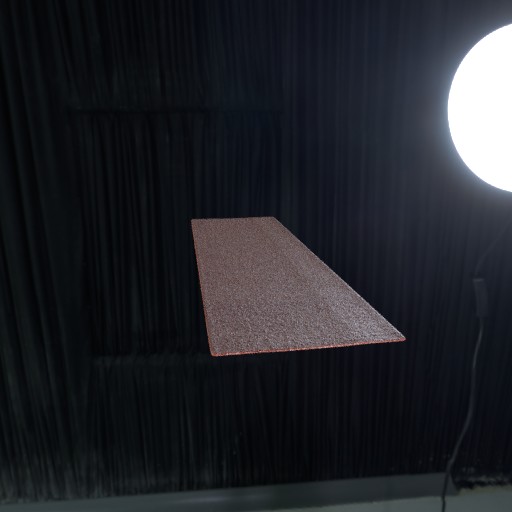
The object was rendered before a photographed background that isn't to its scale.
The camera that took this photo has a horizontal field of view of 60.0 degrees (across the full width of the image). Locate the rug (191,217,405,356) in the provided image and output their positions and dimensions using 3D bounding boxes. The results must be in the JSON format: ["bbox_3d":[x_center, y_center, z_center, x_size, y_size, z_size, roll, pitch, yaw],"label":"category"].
[{"bbox_3d":[0.000,0.000,2.595,0.687,0.012,2.307,-3,16,-9],"label":"rug"}]
